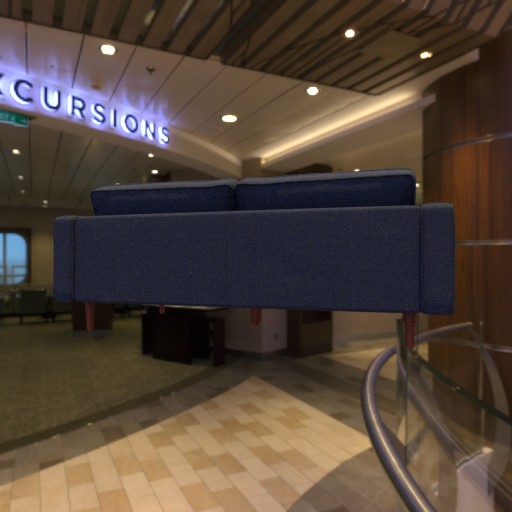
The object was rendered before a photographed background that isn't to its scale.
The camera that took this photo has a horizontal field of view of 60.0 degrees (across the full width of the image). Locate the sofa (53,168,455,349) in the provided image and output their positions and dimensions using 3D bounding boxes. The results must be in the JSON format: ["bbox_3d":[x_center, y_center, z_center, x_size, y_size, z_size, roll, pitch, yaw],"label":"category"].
[{"bbox_3d":[0.000,0.000,2.390,1.880,0.762,0.914,0,0,17],"label":"sofa"}]
